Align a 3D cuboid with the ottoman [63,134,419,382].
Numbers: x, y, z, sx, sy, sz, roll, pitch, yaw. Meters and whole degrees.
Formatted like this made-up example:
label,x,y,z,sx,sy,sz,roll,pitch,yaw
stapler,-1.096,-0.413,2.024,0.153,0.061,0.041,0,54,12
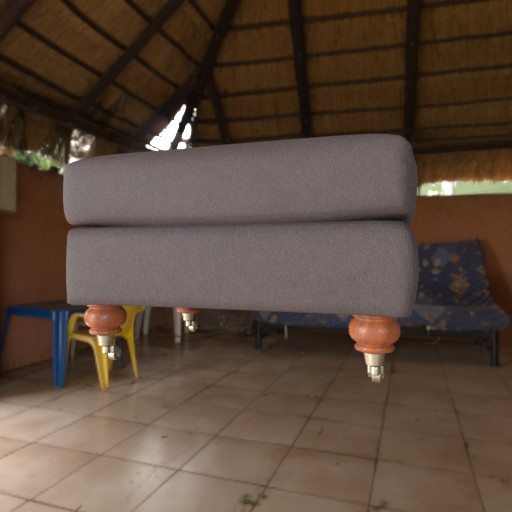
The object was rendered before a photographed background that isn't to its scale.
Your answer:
label,x,y,z,sx,sy,sz,roll,pitch,yaw
ottoman,0.000,0.000,1.141,0.773,0.497,0.574,0,0,18
